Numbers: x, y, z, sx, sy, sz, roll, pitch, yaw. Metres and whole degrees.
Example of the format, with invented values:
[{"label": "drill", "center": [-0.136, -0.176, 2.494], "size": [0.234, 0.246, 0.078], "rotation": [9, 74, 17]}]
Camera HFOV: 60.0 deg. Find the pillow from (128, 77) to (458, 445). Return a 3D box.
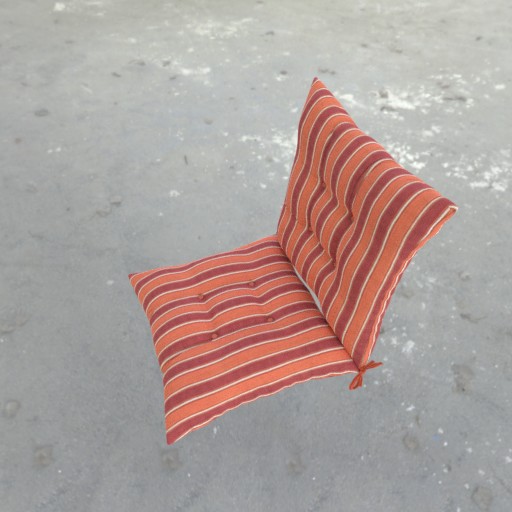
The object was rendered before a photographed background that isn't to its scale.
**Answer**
[{"label": "pillow", "center": [0.000, 0.000, 0.997], "size": [0.585, 0.536, 0.541], "rotation": [-16, 49, -14]}]
